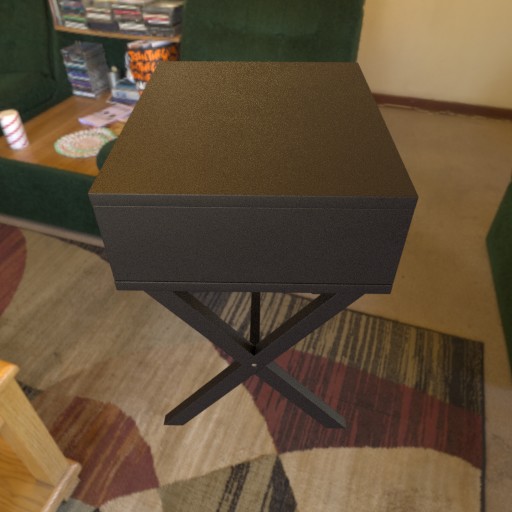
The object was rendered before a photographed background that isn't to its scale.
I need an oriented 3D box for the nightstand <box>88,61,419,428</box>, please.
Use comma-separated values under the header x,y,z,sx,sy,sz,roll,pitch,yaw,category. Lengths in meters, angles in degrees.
x,y,z,sx,sy,sz,roll,pitch,yaw,category
0.000,0.000,0.921,0.402,0.623,0.479,1,42,1,nightstand
